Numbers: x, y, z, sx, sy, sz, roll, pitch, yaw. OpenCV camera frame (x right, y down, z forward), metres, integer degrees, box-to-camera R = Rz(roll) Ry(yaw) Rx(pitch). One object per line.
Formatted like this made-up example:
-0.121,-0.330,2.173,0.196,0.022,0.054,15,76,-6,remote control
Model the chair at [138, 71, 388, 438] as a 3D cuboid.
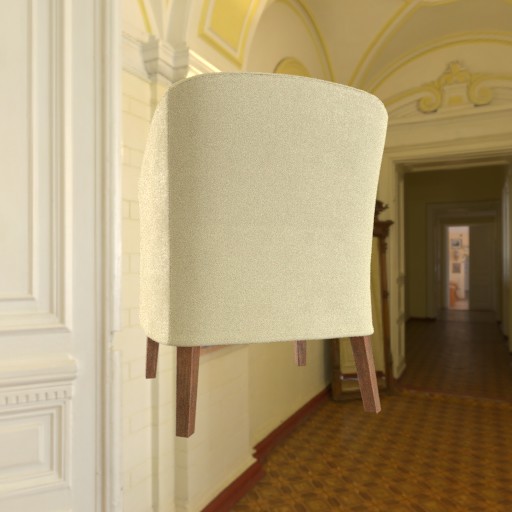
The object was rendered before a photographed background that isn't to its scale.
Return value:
0.000,0.000,1.315,0.643,0.822,0.657,0,-1,-18,chair
